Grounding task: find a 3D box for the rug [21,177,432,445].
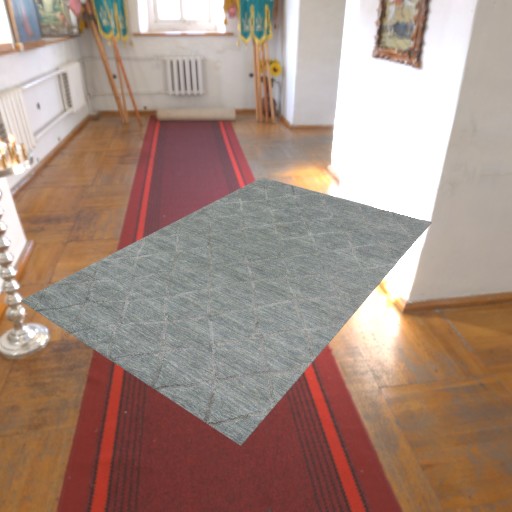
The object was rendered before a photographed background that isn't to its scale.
[{"bbox_3d":[0.000,0.000,2.830,1.521,0.006,2.283,21,37,30],"label":"rug"}]
